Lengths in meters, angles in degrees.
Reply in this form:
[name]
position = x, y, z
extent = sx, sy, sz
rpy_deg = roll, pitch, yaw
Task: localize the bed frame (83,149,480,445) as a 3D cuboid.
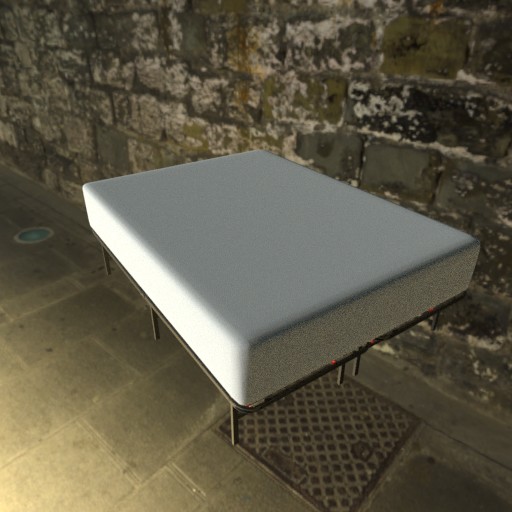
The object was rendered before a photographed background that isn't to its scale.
[bed frame]
position = 0.000, 0.000, 2.819
extent = 1.528, 0.677, 2.037
rpy_deg = -19, 35, -29
